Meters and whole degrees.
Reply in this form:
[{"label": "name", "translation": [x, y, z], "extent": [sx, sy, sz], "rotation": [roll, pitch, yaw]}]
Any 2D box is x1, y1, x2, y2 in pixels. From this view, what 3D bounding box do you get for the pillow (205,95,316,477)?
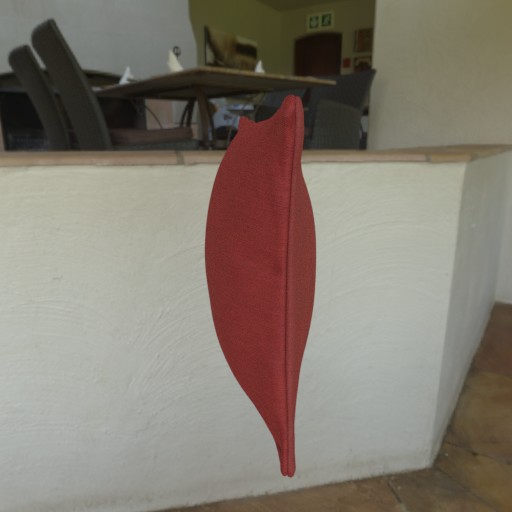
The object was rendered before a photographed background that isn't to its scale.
[{"label": "pillow", "translation": [0.000, 0.000, 0.657], "extent": [0.151, 0.416, 0.435], "rotation": [-2, 15, -8]}]
